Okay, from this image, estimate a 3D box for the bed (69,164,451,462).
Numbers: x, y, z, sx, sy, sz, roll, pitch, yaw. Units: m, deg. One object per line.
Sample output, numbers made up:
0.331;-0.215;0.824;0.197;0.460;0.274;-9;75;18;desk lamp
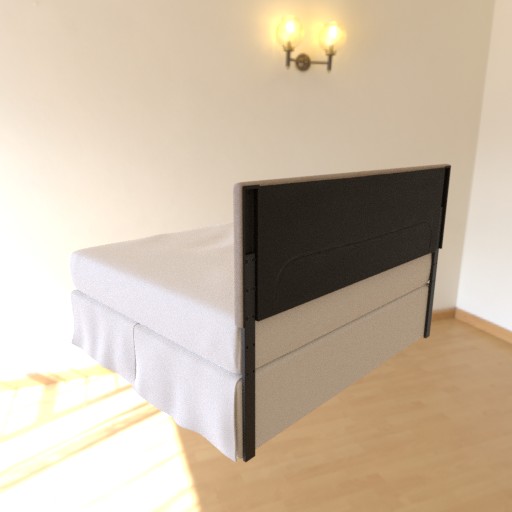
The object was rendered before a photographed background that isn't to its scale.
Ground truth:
0.000;0.000;3.312;2.170;1.346;1.914;-14;20;-43;bed
